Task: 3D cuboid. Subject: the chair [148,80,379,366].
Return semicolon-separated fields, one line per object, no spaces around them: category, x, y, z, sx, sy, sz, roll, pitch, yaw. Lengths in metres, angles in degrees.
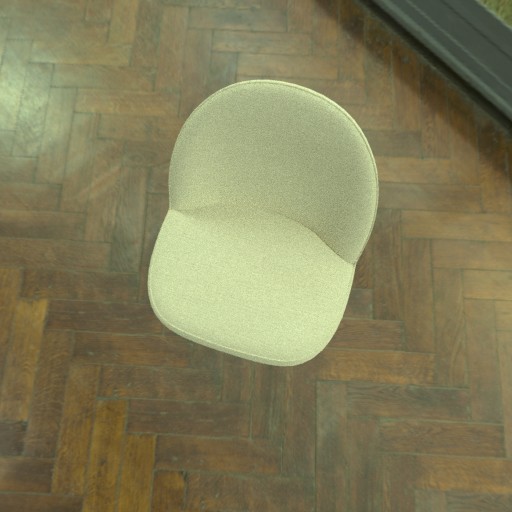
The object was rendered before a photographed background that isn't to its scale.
chair;0.000;0.000;1.212;0.532;0.838;0.540;17;77;4
